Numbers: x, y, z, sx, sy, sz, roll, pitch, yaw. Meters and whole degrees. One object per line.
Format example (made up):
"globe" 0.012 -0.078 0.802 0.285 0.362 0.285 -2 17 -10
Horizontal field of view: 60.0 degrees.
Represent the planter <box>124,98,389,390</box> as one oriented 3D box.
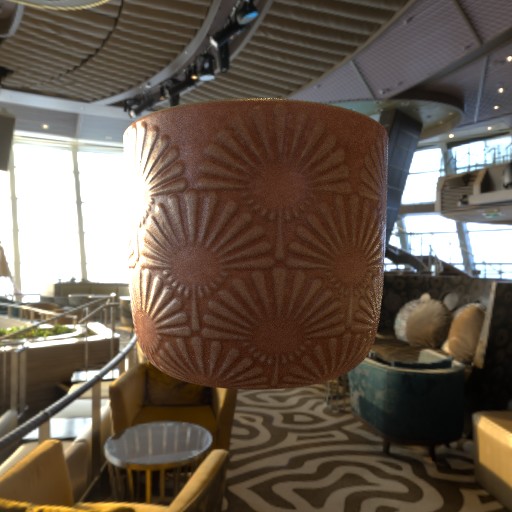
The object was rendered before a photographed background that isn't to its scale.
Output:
"planter" 0.000 0.000 0.215 0.124 0.109 0.124 0 -1 0
